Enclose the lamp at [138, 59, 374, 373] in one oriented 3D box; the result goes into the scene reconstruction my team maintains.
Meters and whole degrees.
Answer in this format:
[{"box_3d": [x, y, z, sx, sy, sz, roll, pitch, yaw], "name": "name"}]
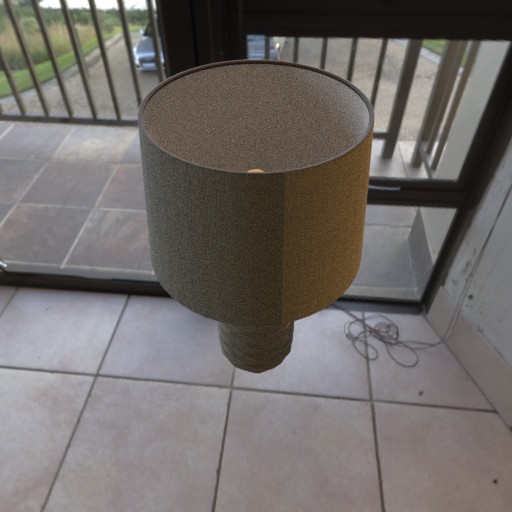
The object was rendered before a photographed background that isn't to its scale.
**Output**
[{"box_3d": [0.000, 0.000, 0.828, 0.376, 0.594, 0.376, 0, 45, 0], "name": "lamp"}]
